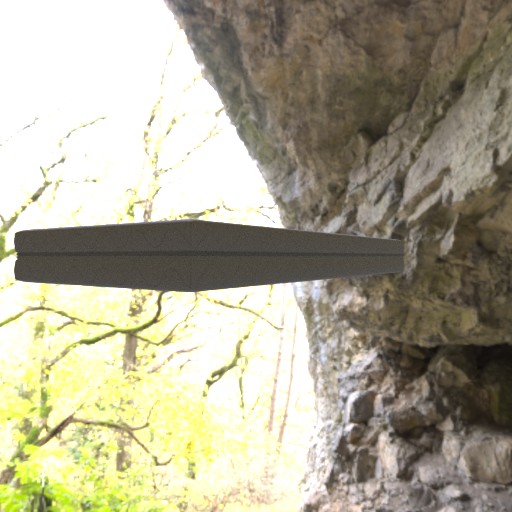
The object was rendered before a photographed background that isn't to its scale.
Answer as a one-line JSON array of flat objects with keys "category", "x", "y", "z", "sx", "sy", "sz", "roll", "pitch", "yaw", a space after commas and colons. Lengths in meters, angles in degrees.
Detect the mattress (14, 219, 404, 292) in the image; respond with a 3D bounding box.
[{"category": "mattress", "x": 0.000, "y": 0.000, "z": 2.183, "sx": 0.900, "sy": 0.200, "sz": 1.900, "roll": 0, "pitch": 0, "yaw": 35}]
